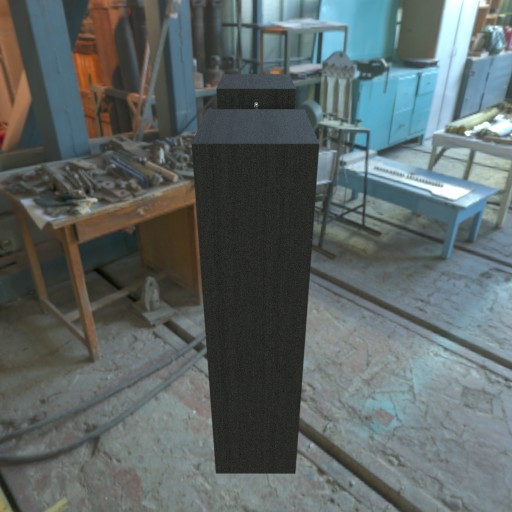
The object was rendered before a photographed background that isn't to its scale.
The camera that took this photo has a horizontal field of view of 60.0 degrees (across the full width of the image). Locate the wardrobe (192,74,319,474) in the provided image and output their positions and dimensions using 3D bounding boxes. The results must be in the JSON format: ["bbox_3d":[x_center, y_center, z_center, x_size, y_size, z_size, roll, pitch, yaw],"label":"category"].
[{"bbox_3d":[0.000,0.000,2.928,0.480,2.000,1.770,0,30,0],"label":"wardrobe"}]
